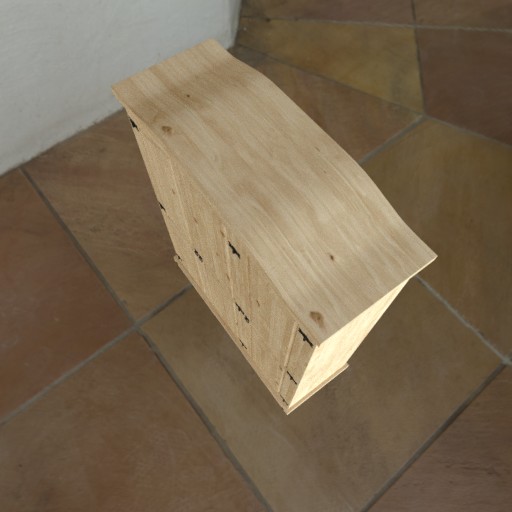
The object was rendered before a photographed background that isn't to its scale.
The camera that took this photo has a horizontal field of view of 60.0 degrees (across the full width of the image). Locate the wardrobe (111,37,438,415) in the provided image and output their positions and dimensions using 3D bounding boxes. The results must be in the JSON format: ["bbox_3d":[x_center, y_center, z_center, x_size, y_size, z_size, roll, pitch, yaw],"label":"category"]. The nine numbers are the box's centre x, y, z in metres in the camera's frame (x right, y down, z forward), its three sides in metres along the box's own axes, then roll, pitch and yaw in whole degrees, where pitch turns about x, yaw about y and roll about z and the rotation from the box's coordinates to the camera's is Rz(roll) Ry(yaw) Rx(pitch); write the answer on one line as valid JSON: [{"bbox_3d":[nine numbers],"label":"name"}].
[{"bbox_3d":[0.000,0.000,2.607,0.570,1.870,1.500,-33,68,-16],"label":"wardrobe"}]
